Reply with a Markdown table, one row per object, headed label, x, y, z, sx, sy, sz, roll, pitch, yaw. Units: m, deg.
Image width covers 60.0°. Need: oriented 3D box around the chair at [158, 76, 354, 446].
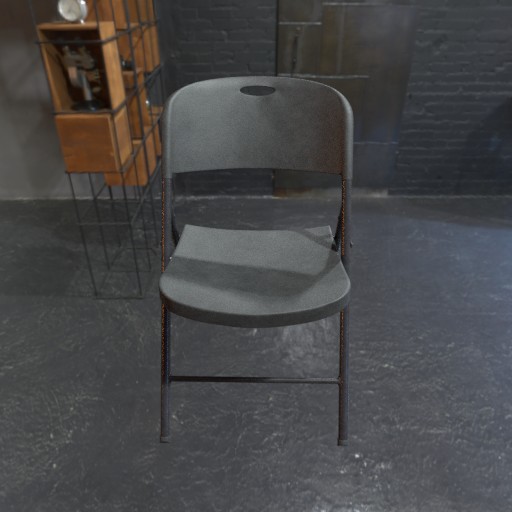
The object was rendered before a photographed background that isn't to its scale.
| label | x | y | z | sx | sy | sz | roll | pitch | yaw |
| --- | --- | --- | --- | --- | --- | --- | --- | --- | --- |
| chair | 0.000 | 0.000 | 1.178 | 0.494 | 0.810 | 0.566 | 1 | 31 | 1 |
